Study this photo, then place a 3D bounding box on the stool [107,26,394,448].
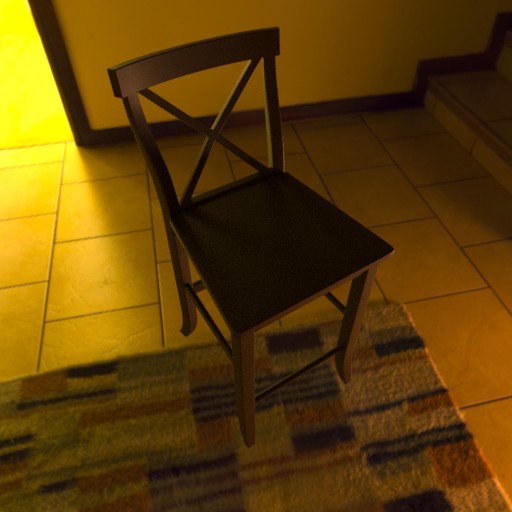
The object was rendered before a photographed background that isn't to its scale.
[{"bbox_3d":[0.000,0.000,1.242,0.452,0.989,0.559,-25,52,-22],"label":"stool"}]
